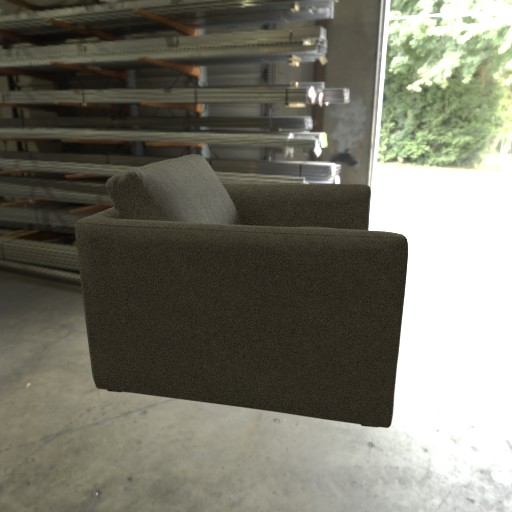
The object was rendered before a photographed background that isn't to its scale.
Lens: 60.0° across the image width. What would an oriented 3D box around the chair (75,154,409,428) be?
[{"bbox_3d":[0.000,0.000,1.936,1.091,0.845,1.190,2,16,8],"label":"chair"}]
